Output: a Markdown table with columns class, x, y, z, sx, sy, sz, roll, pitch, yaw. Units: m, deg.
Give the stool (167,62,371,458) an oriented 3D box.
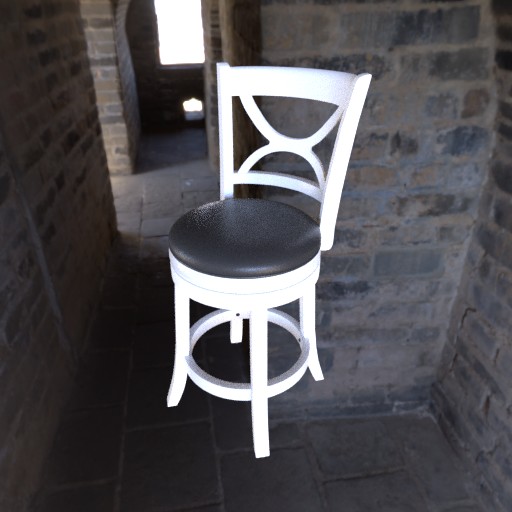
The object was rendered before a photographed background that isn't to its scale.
| class | x | y | z | sx | sy | sz | roll | pitch | yaw |
| --- | --- | --- | --- | --- | --- | --- | --- | --- | --- |
| stool | 0.000 | 0.000 | 1.246 | 0.444 | 0.953 | 0.508 | 18 | 34 | 28 |
